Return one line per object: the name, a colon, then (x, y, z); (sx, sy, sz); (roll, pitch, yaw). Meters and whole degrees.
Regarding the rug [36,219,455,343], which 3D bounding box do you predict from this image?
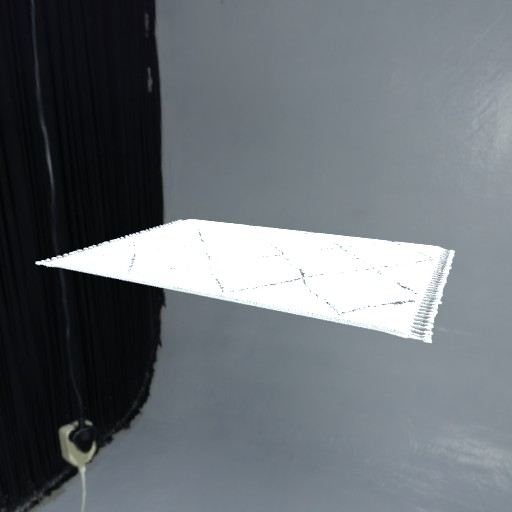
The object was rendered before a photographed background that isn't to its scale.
rug: (0.000, 0.000, 2.877); (2.307, 0.031, 1.494); (8, 18, 26)
